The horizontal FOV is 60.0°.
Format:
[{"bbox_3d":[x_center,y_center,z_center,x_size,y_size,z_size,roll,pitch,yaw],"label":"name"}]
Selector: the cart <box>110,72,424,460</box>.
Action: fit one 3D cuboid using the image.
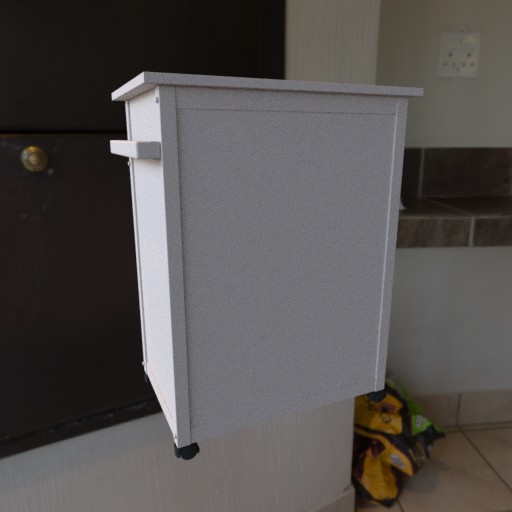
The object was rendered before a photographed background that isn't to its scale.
[{"bbox_3d":[0.000,0.000,1.231,0.683,0.864,0.442,-7,16,-24],"label":"cart"}]
